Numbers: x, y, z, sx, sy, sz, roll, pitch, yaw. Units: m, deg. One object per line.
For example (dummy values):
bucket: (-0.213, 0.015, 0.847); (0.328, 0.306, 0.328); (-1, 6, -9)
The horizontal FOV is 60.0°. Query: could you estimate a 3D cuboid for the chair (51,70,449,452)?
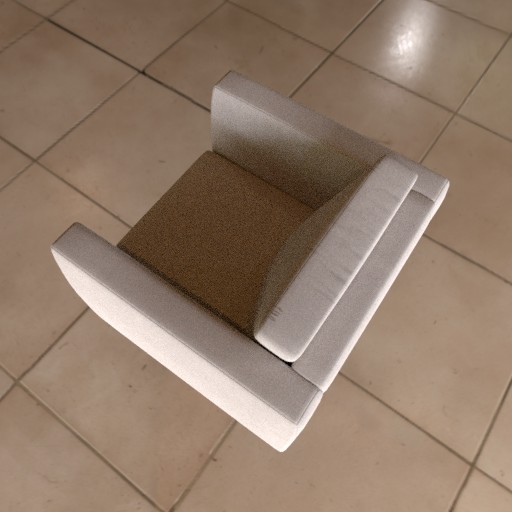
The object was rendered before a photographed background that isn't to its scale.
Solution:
chair: (0.000, 0.000, 1.669); (0.930, 0.860, 1.000); (32, 68, 15)
